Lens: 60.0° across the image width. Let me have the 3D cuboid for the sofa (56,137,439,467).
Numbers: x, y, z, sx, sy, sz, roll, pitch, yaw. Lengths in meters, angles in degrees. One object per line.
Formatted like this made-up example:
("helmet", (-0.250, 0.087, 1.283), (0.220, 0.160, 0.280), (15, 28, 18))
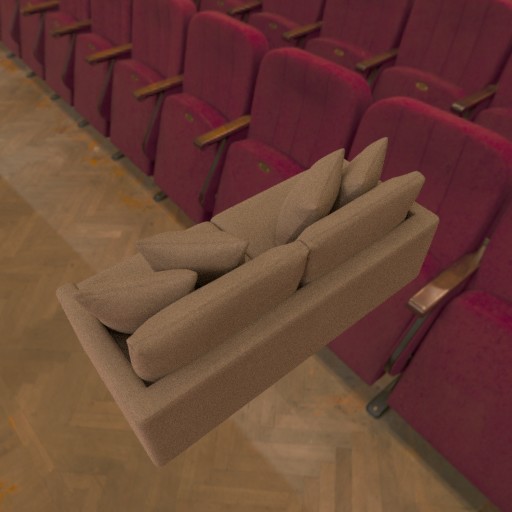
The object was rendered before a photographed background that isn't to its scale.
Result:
("sofa", (0.000, 0.000, 2.995), (2.380, 1.084, 1.228), (-30, 53, -26))
